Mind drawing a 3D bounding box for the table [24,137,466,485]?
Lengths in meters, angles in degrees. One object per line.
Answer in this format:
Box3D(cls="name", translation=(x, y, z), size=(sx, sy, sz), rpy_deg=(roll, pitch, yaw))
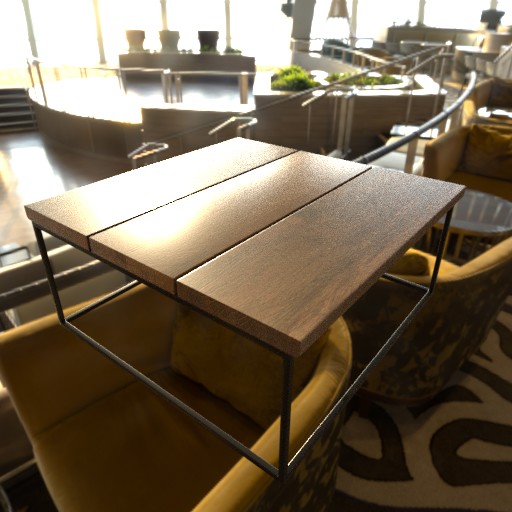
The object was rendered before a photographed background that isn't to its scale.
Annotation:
Box3D(cls="table", translation=(0.000, 0.000, 1.368), size=(0.900, 0.400, 0.900), rpy_deg=(21, 36, 33))
